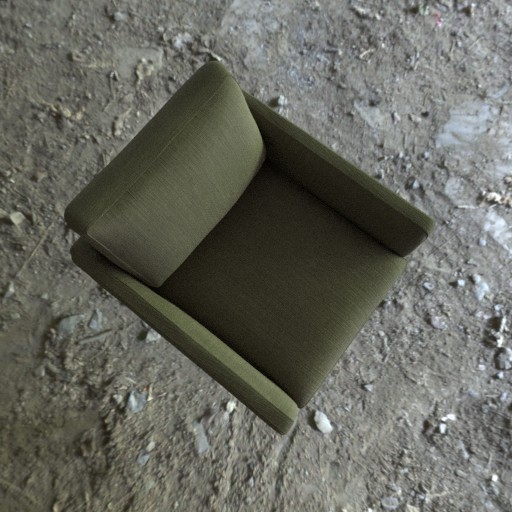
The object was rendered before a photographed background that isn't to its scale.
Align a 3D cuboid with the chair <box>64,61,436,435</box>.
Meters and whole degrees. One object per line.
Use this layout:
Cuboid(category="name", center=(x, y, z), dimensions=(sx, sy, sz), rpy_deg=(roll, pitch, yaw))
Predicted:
Cuboid(category="chair", center=(0.000, 0.000, 1.468), dimensions=(0.834, 0.811, 0.763), rpy_deg=(37, 79, 9))
